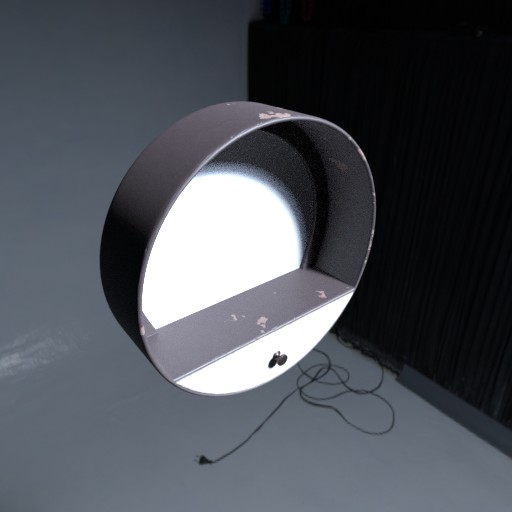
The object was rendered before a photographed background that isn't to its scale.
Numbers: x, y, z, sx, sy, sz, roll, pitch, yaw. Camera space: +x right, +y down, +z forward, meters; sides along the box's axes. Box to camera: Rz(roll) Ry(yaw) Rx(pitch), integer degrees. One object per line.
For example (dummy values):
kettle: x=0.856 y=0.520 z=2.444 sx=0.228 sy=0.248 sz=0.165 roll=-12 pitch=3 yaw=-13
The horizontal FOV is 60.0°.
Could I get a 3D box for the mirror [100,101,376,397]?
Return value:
mirror: x=0.000 y=0.000 z=0.604 sx=0.386 sy=0.386 sz=0.126 roll=-21 pitch=36 yaw=-32
